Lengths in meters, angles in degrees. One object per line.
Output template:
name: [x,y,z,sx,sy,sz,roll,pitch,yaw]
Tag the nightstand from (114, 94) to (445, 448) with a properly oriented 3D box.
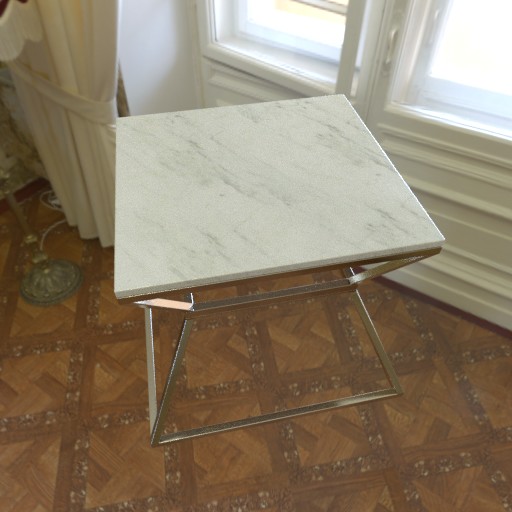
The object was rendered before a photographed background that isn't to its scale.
nightstand: [0.000,0.000,0.897,0.513,0.426,0.514,-9,48,-8]
